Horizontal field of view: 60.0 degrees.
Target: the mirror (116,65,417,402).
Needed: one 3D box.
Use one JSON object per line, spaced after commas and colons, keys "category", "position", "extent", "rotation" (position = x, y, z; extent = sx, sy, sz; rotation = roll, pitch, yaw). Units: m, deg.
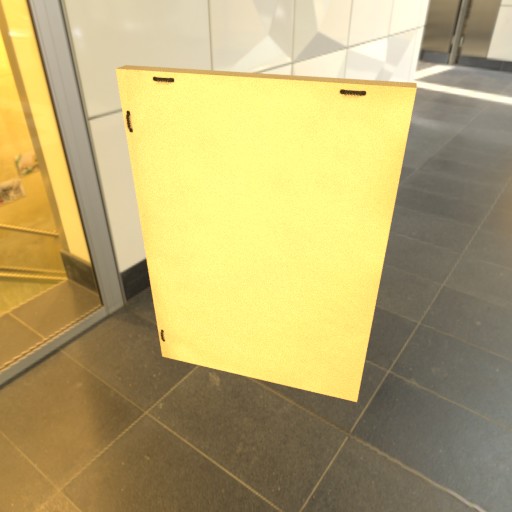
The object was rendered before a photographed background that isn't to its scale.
{"category": "mirror", "position": [0.000, 0.000, 0.924], "extent": [0.507, 0.710, 0.040], "rotation": [9, 34, 14]}
